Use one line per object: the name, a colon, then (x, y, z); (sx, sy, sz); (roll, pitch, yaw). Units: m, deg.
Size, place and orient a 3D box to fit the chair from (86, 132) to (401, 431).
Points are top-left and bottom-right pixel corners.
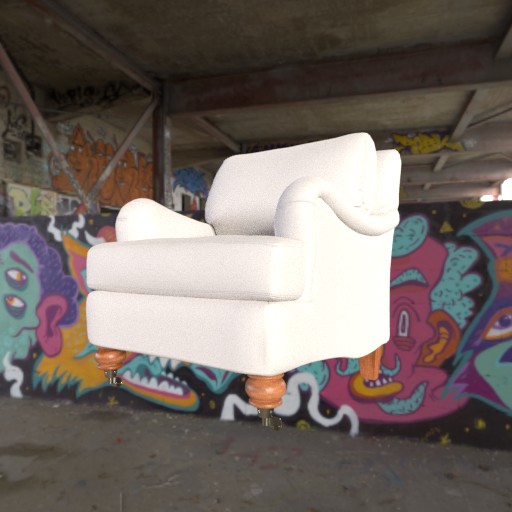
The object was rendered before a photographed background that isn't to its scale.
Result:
chair: (0.000, 0.000, 1.856); (0.955, 1.038, 1.070); (-1, -1, 37)
